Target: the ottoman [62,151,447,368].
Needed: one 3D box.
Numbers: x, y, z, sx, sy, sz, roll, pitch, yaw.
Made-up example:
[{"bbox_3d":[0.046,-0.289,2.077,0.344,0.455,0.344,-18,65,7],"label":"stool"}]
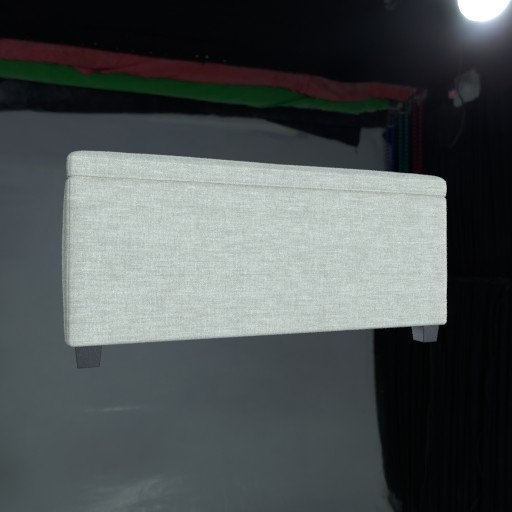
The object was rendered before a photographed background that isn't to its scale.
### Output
[{"bbox_3d":[0.000,0.000,1.151,0.902,0.432,0.419,0,0,-19],"label":"ottoman"}]
